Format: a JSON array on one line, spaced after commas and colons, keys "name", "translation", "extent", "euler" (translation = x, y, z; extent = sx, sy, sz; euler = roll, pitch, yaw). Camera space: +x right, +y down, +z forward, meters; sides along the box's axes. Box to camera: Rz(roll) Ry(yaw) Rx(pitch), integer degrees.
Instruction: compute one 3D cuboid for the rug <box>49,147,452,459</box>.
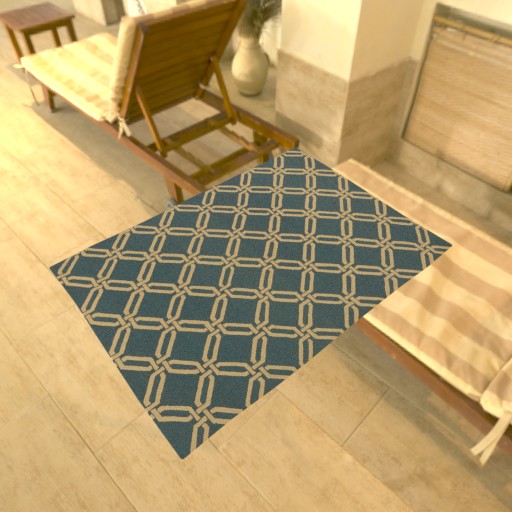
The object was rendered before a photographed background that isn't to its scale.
[{"name": "rug", "translation": [0.000, 0.000, 2.844], "extent": [2.135, 0.013, 1.524], "euler": [-31, 54, -26]}]
